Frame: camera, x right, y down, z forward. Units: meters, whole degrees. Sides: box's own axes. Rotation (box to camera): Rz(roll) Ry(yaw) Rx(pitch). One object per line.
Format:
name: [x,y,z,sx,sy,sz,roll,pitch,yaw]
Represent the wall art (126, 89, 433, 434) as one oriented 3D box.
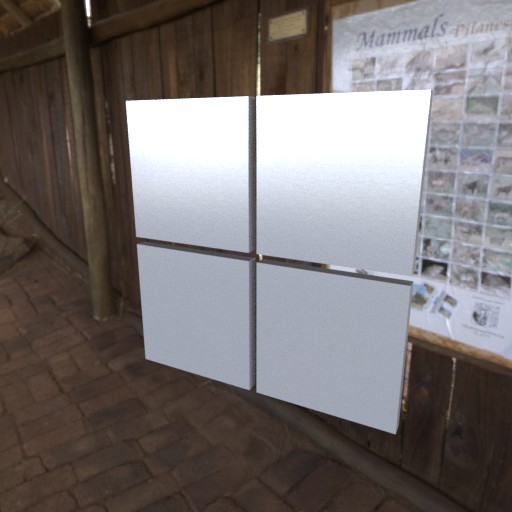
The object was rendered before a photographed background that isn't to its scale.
wall art: [0.000,0.000,0.901,0.611,0.611,0.029,8,18,27]
